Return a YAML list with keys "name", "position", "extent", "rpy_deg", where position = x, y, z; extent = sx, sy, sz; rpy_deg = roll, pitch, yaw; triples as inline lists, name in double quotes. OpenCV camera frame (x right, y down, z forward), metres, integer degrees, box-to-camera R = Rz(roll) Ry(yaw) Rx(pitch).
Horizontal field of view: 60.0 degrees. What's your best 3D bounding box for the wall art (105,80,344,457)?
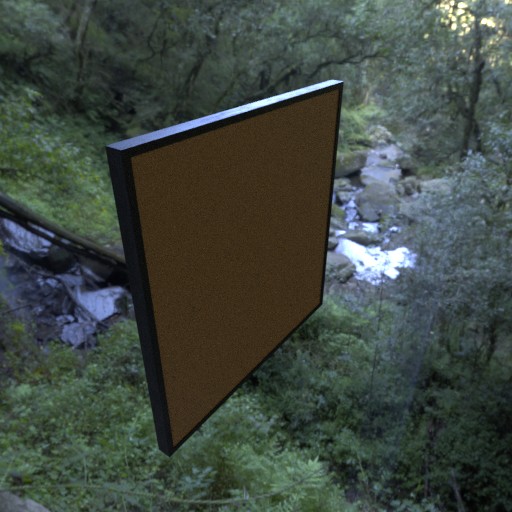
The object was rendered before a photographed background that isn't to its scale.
- name: "wall art"
  position: [0.000, 0.000, 1.157]
  extent: [0.039, 0.763, 0.763]
  rpy_deg: [21, 37, 31]
